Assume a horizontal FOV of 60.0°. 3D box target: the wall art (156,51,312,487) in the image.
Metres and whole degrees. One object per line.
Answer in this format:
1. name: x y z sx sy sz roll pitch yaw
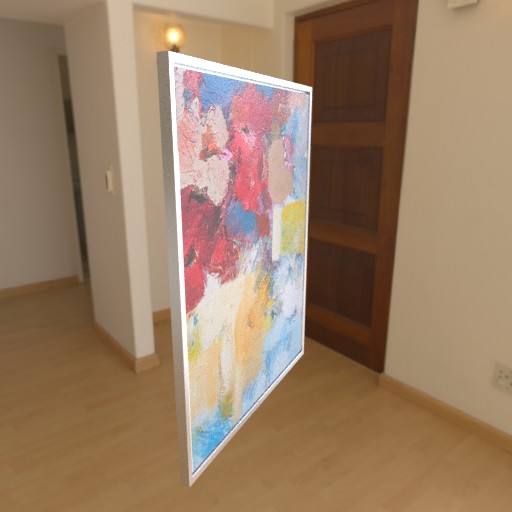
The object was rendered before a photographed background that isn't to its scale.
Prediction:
1. wall art: 0.000 0.000 1.372 0.030 1.046 0.816 8 17 26
